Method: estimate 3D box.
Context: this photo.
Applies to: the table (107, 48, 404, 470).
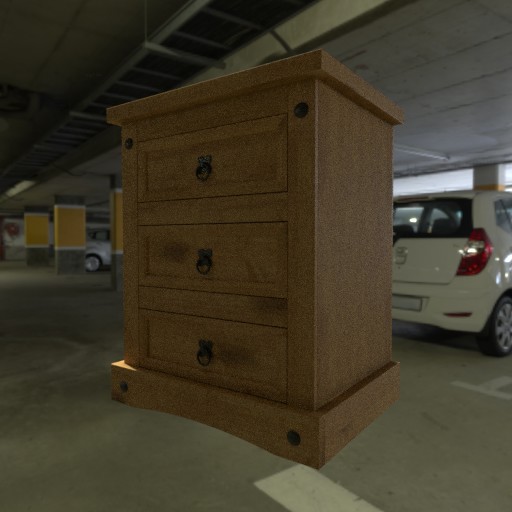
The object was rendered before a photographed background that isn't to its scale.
[{"bbox_3d":[0.000,0.000,1.244,0.660,0.813,0.500,2,3,36],"label":"table"}]
